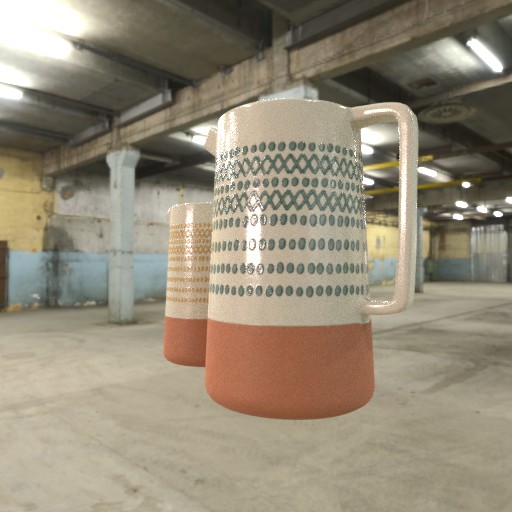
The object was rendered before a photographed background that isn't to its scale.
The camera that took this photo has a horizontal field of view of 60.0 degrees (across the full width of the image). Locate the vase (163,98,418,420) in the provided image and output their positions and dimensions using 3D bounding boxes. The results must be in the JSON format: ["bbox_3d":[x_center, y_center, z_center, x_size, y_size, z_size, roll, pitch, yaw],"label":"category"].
[{"bbox_3d":[0.000,0.000,0.456,0.168,0.247,0.326,1,-2,-16],"label":"vase"}]
